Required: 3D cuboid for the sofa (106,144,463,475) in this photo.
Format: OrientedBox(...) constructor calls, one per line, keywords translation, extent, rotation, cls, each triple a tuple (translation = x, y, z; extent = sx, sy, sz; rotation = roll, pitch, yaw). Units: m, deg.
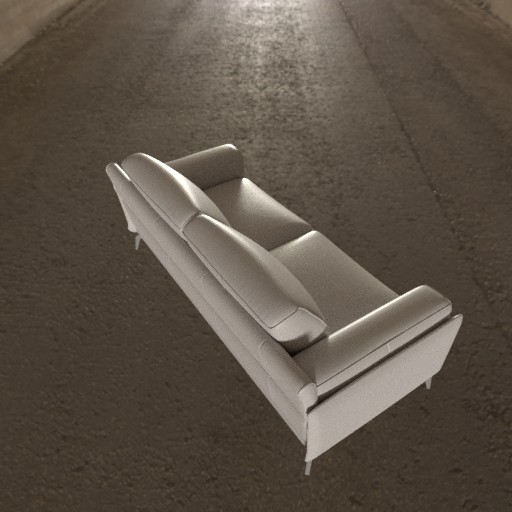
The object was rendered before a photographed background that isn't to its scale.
OrientedBox(translation=(0.000, 0.000, 2.595), extent=(1.049, 0.930, 2.101), rotation=(-24, 46, -25), cls="sofa")
